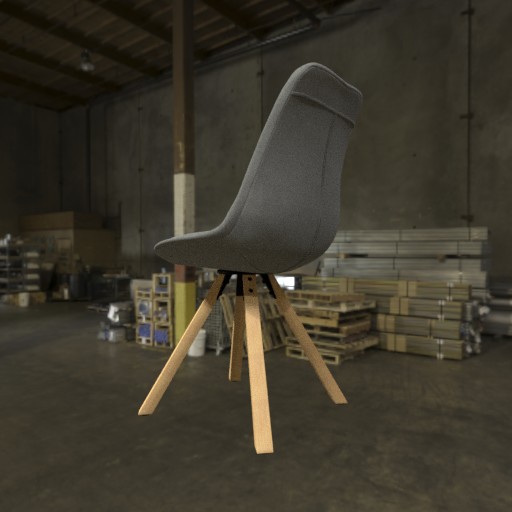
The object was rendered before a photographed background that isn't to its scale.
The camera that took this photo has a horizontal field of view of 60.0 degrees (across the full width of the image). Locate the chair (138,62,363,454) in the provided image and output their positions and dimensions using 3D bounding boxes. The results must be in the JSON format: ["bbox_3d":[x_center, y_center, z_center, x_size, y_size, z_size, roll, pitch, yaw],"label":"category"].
[{"bbox_3d":[0.000,0.000,1.234,0.549,0.863,0.474,0,1,36],"label":"chair"}]
